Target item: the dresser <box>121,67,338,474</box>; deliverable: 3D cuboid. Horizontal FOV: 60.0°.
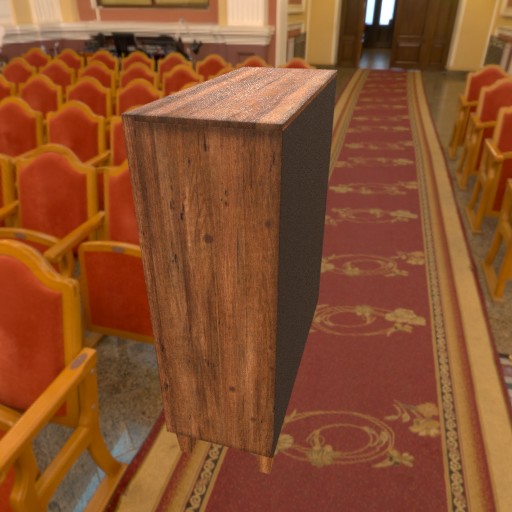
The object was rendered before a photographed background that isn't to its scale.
[{"bbox_3d":[0.000,0.000,1.879,0.438,1.359,1.067,8,30,14],"label":"dresser"}]
